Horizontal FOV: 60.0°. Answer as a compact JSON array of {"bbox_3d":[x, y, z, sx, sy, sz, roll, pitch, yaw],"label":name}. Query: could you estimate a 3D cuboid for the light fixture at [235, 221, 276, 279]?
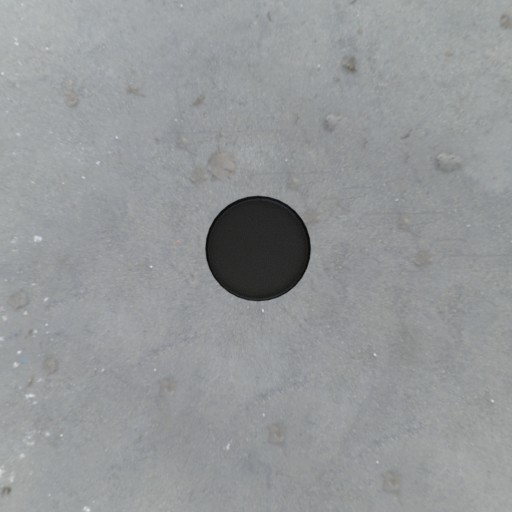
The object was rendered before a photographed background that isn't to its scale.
[{"bbox_3d":[0.000,0.000,0.947,0.123,0.863,0.123,0,89,0],"label":"light fixture"}]
